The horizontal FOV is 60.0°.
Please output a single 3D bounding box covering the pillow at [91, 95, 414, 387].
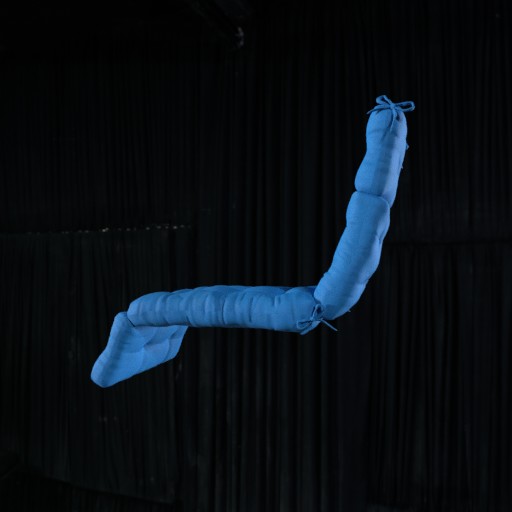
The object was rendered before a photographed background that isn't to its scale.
[{"bbox_3d":[0.000,0.000,1.533,1.016,0.863,0.526,0,-1,17],"label":"pillow"}]
